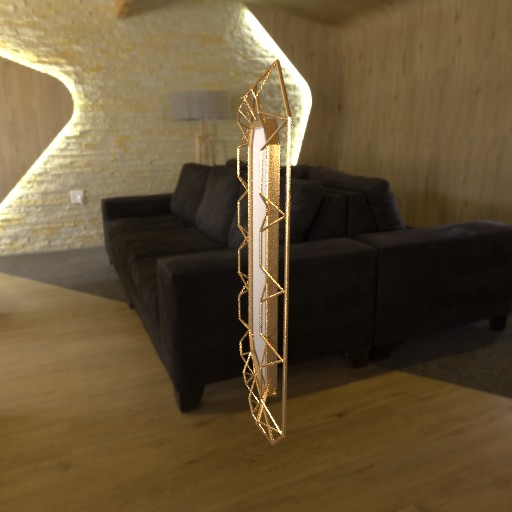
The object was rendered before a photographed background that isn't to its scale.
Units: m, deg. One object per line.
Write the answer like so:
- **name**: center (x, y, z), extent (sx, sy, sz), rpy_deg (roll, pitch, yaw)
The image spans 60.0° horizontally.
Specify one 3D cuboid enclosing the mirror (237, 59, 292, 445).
- **mirror**: center (0.000, 0.000, 1.120), extent (0.051, 0.870, 0.572), rpy_deg (-2, 14, -7)
